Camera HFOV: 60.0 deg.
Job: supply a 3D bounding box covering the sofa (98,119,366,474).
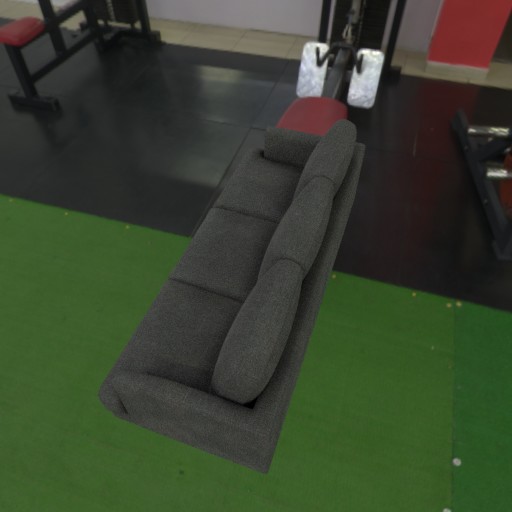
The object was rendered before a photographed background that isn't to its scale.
[{"bbox_3d":[0.000,0.000,2.759,0.903,0.930,2.246,15,50,13],"label":"sofa"}]
